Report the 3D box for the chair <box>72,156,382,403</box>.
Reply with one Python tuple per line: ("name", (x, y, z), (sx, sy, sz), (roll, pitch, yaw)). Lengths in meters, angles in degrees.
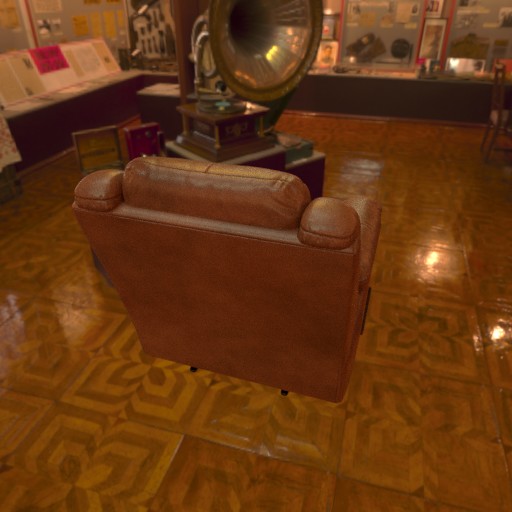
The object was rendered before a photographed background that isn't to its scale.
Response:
("chair", (0.000, 0.000, 1.911), (0.990, 1.093, 1.041), (10, 33, 16))
